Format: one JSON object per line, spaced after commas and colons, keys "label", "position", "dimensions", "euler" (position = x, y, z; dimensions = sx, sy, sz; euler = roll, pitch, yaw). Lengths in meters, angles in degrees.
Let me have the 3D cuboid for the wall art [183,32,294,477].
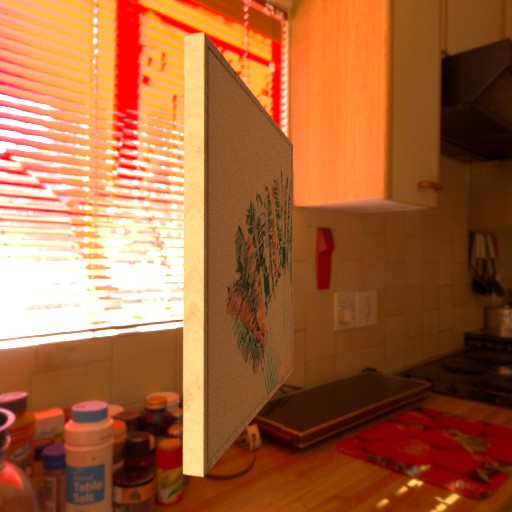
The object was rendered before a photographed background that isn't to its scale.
{"label": "wall art", "position": [0.000, 0.000, 1.123], "dimensions": [0.038, 0.757, 0.760], "euler": [0, -1, 16]}
